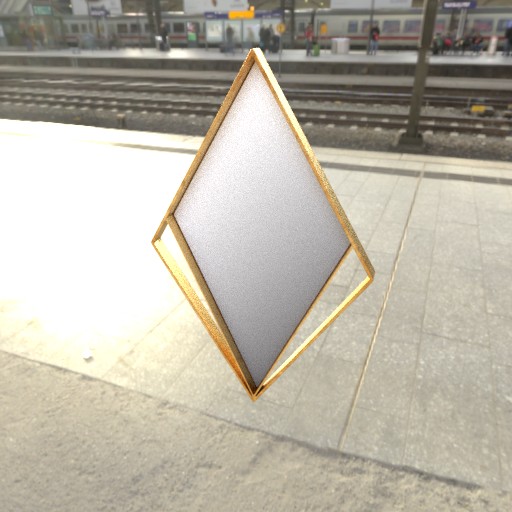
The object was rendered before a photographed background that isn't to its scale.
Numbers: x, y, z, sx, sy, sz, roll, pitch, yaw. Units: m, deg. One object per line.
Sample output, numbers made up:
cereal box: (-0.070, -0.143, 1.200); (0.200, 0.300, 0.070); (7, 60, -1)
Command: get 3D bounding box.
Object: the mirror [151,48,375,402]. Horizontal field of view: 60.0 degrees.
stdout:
mirror: (0.000, 0.000, 0.800); (0.419, 0.679, 0.032); (9, 28, 18)
